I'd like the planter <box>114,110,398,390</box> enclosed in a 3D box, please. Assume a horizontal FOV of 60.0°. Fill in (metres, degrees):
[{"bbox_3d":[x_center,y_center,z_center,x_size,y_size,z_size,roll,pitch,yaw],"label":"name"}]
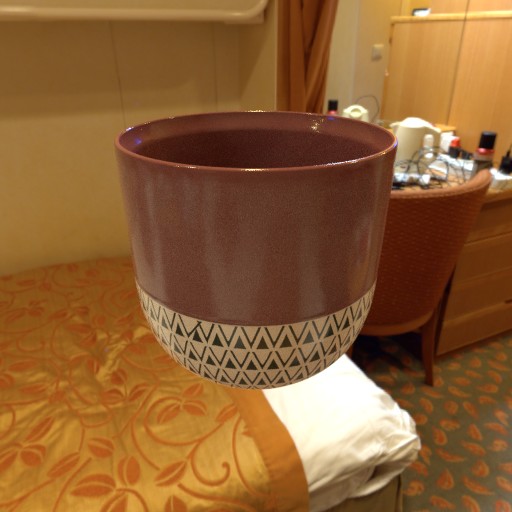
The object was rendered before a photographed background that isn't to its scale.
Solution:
[{"bbox_3d":[0.000,0.000,0.491,0.266,0.270,0.266,0,27,0],"label":"planter"}]
